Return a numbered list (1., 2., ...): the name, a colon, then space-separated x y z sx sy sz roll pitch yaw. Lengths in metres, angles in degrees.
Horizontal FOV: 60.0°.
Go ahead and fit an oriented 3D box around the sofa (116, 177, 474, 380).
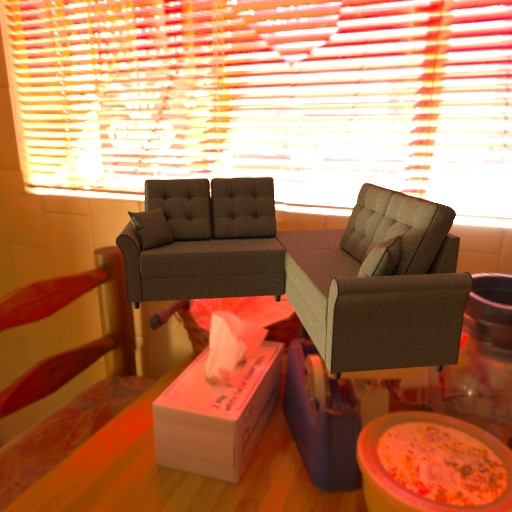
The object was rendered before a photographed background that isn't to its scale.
1. sofa: 0.000 0.000 3.242 2.068 0.988 2.070 -2 15 -8
